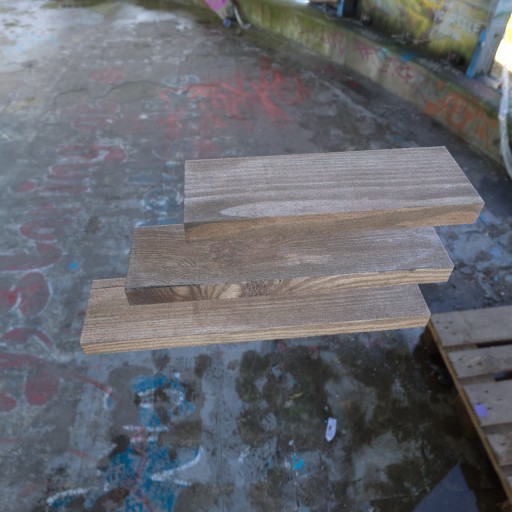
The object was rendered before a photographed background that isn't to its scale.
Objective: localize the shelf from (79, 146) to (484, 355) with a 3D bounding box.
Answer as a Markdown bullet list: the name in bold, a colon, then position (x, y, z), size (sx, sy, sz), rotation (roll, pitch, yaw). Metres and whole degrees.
- **shelf**: position (0.000, 0.000, 0.733), size (0.610, 0.293, 0.140), rotation (-4, 47, -4)
